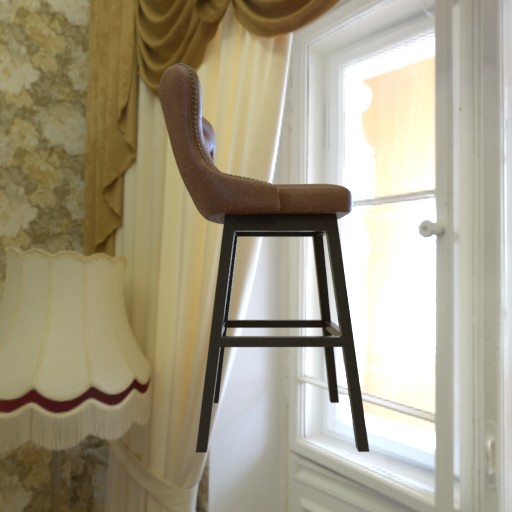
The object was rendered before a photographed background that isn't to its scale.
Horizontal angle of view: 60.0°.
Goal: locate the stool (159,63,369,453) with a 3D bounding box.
[{"bbox_3d":[0.000,0.000,1.405,0.601,1.050,0.528,0,-1,-1],"label":"stool"}]
